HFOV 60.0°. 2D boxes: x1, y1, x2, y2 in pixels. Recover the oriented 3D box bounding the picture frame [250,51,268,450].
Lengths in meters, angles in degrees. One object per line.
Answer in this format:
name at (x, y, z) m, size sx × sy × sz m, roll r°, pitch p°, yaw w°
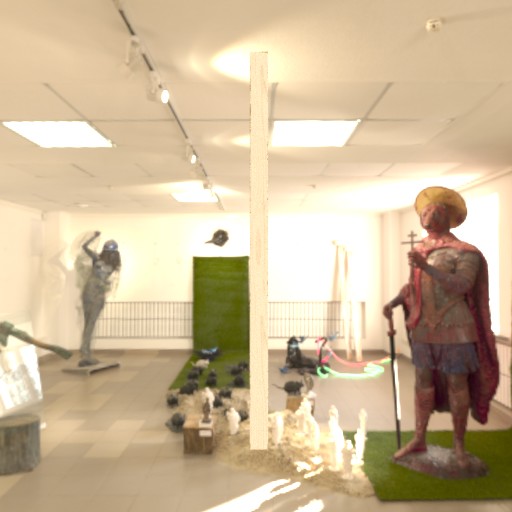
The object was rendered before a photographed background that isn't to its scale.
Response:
picture frame at (0.000, 0.000, 1.187) m, size 0.029 × 0.640 × 0.950 m, roll 0°, pitch -1°, yaw -1°
